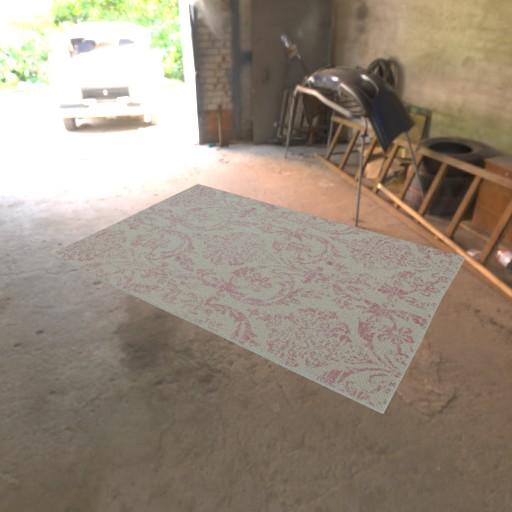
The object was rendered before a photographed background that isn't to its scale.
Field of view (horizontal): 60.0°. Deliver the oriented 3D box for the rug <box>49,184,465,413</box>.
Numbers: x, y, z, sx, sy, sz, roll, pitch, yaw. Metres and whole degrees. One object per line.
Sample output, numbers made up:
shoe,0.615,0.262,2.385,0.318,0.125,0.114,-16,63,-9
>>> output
rug,0.000,0.000,2.343,1.839,0.012,1.219,19,36,29
